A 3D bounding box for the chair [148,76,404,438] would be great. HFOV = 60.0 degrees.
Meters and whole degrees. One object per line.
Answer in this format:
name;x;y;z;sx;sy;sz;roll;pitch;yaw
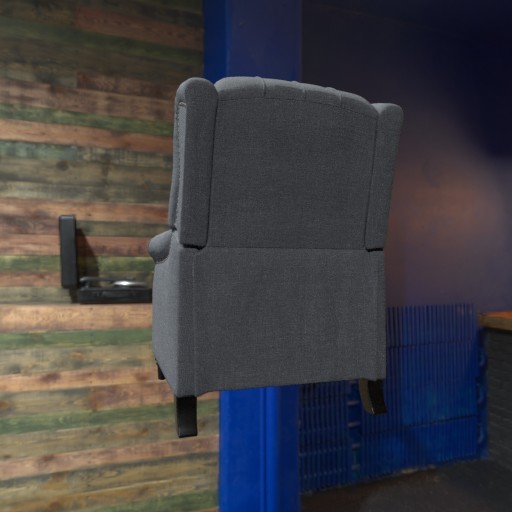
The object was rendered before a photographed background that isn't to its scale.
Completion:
chair;0.000;0.000;1.653;0.742;1.035;0.898;1;-2;-18
